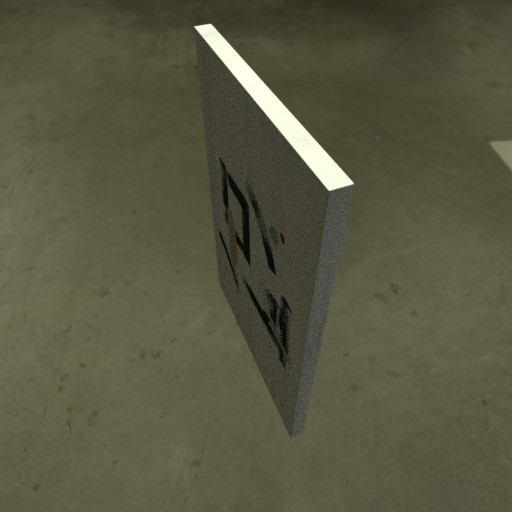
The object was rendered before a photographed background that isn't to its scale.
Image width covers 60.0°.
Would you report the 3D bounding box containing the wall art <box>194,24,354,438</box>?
[{"bbox_3d":[0.000,0.000,1.143,0.043,0.914,0.624,-17,50,-15],"label":"wall art"}]
